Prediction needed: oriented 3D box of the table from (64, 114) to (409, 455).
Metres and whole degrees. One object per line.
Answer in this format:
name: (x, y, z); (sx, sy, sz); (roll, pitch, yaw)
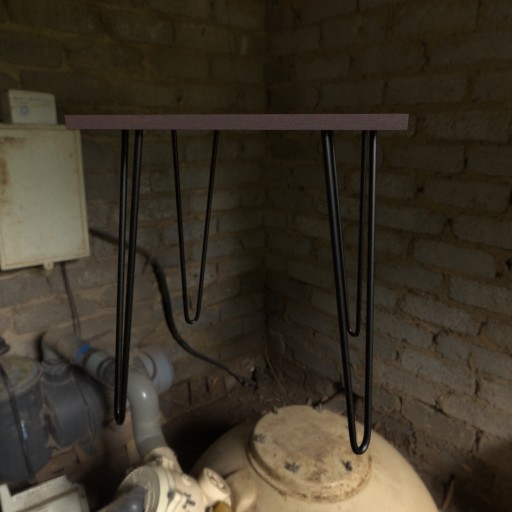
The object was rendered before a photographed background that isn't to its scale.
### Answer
table: (0.000, 0.000, 0.936); (0.495, 0.559, 0.495); (3, 17, 10)
